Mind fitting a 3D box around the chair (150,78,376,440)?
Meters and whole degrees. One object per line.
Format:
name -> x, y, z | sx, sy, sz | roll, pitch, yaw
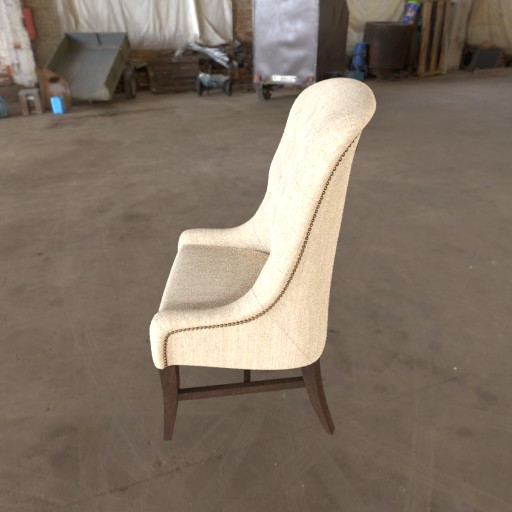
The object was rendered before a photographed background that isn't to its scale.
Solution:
chair -> 0.000, 0.000, 1.476 | 0.629, 1.091, 0.634 | 0, 28, 0
